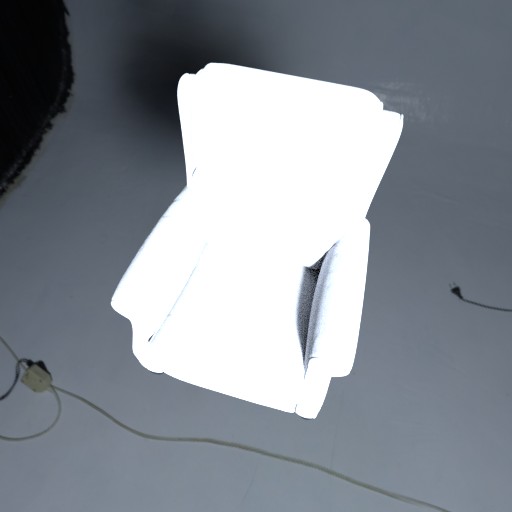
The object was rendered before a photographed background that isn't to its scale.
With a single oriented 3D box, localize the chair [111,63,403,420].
[{"bbox_3d":[0.000,0.000,1.711,0.859,1.046,0.919,14,59,9],"label":"chair"}]
